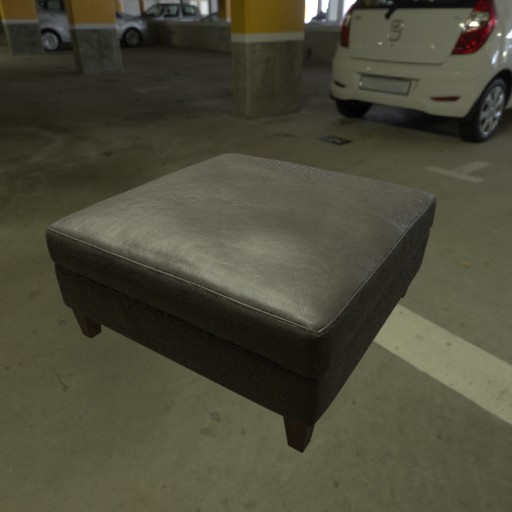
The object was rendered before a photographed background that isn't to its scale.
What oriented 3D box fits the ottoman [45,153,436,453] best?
[{"bbox_3d":[0.000,0.000,1.334,0.836,0.415,0.844,18,34,29],"label":"ottoman"}]
